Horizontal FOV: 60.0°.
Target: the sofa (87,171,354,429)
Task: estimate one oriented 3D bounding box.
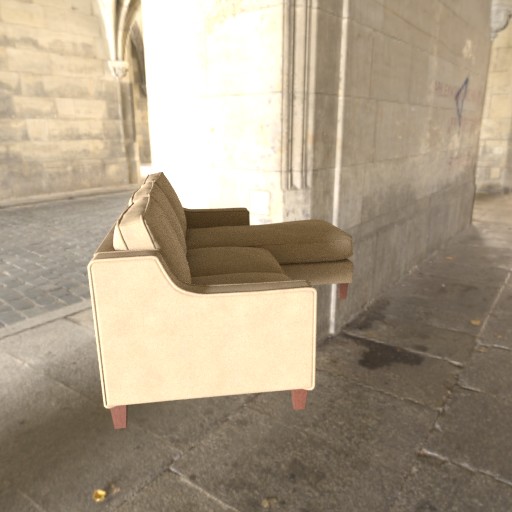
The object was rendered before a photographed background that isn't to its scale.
[{"bbox_3d":[0.000,0.000,3.235,1.858,1.066,2.317,-3,16,-9],"label":"sofa"}]
